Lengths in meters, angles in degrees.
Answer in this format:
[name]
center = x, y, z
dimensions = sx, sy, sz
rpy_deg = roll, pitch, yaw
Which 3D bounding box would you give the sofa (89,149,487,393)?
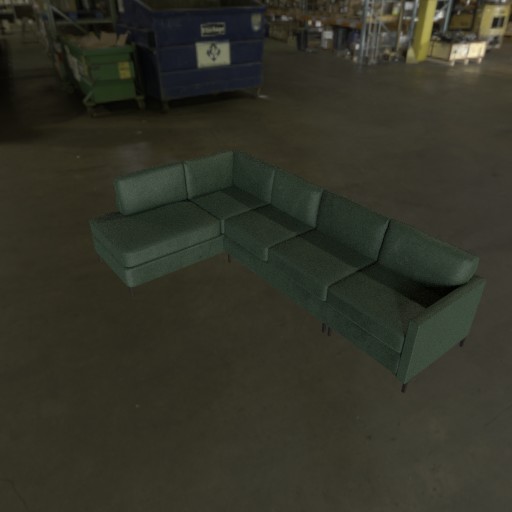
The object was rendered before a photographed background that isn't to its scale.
[sofa]
center = 0.000, 0.000, 4.261
dimensions = 2.048, 0.996, 3.384
rpy_deg = -22, 39, -31
